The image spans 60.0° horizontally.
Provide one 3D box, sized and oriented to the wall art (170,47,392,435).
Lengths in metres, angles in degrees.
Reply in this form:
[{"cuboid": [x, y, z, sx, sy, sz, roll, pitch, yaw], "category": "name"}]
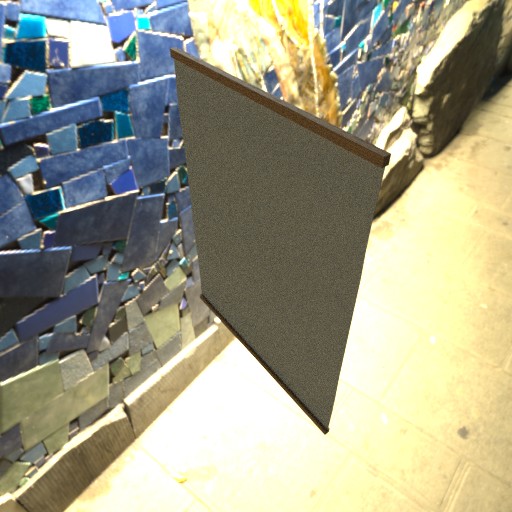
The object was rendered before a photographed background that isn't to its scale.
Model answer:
[{"cuboid": [0.000, 0.000, 0.804, 0.011, 0.605, 0.458, -27, 48, -27], "category": "wall art"}]
